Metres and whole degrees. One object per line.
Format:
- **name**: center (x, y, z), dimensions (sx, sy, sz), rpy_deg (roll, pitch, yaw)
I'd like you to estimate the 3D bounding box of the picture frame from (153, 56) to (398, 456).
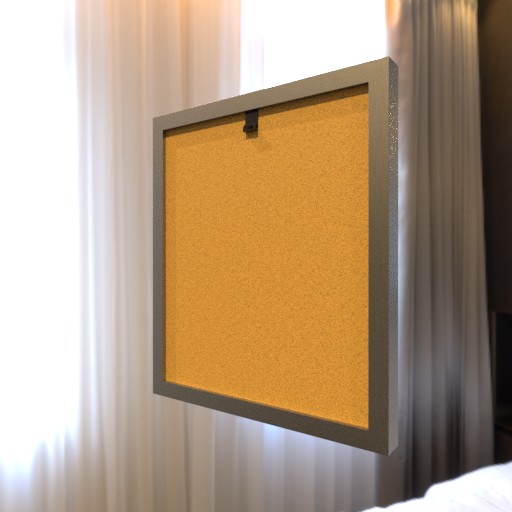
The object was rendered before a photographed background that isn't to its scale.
- **picture frame**: center (0.000, 0.000, 1.343), dimensions (0.839, 0.968, 0.073), rpy_deg (0, 0, 35)
